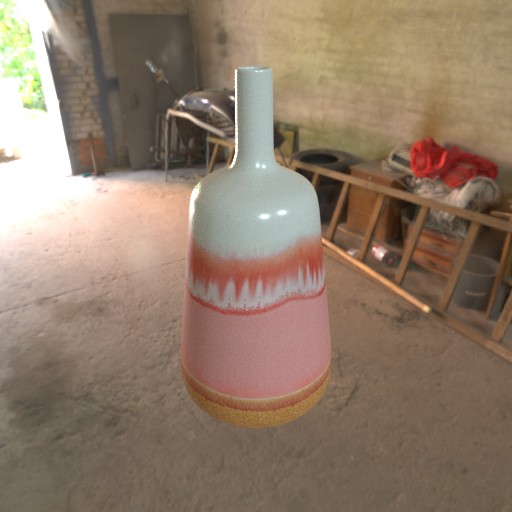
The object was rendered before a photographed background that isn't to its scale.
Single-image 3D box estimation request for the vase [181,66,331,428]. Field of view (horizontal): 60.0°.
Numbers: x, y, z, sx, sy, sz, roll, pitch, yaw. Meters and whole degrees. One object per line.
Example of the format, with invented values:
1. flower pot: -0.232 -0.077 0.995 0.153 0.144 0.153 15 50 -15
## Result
1. vase: 0.000 0.000 0.378 0.144 0.296 0.144 0 28 0
